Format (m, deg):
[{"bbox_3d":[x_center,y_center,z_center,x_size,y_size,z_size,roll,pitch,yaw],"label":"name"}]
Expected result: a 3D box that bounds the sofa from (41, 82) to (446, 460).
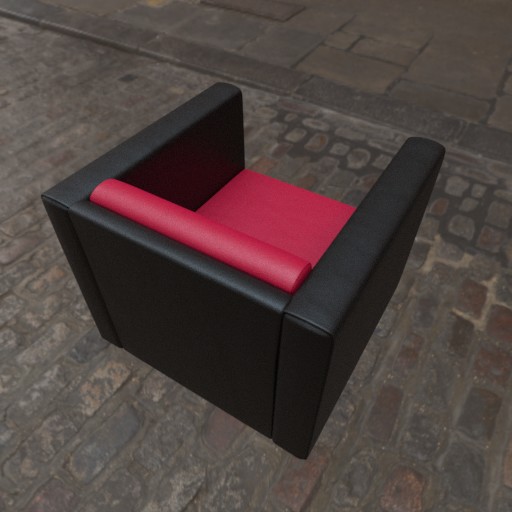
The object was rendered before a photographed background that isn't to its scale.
[{"bbox_3d":[0.000,0.000,1.460,0.839,0.724,0.809,24,50,22],"label":"sofa"}]
